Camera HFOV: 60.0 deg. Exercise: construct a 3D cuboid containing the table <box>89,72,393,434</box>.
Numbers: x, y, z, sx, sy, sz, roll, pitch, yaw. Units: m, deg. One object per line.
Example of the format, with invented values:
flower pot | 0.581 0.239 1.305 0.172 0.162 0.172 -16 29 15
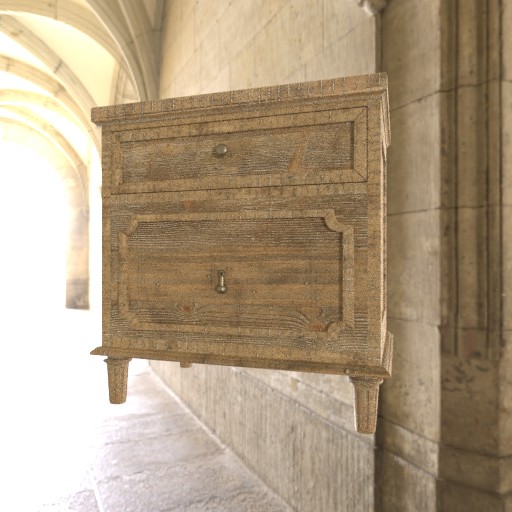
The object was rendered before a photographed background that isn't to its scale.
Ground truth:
table | 0.000 0.000 1.167 0.686 0.711 0.457 0 0 18
